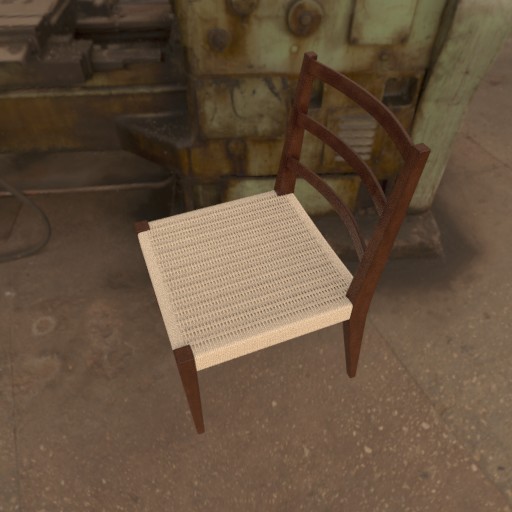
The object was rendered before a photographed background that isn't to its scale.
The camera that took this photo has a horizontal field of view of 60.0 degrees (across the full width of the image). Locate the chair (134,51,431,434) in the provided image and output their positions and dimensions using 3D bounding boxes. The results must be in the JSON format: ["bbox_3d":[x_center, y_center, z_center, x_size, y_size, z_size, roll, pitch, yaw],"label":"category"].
[{"bbox_3d":[0.000,0.000,1.168,0.551,0.813,0.480,-16,49,-15],"label":"chair"}]
